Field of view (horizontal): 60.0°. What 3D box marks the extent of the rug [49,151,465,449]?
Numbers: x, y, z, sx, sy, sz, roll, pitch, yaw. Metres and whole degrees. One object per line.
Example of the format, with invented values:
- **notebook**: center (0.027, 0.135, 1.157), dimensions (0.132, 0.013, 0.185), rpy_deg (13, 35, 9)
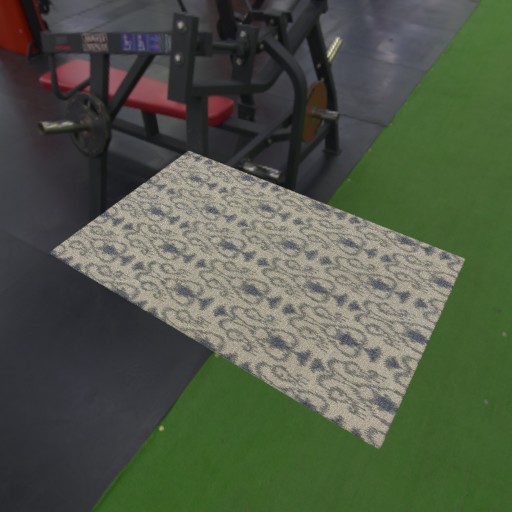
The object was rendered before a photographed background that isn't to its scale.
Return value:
- **rug**: center (0.000, 0.000, 2.070), dimensions (1.652, 0.006, 1.035), rpy_deg (25, 51, 22)
